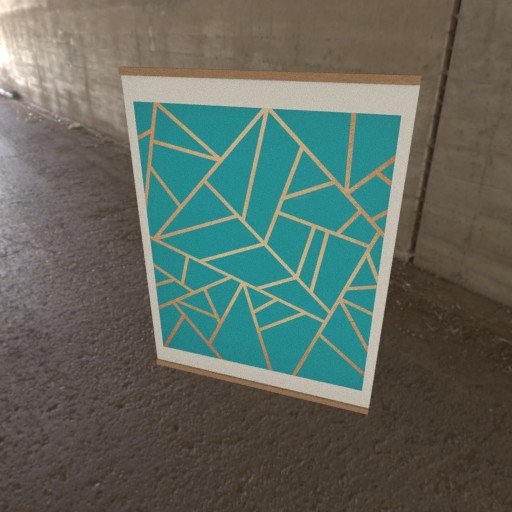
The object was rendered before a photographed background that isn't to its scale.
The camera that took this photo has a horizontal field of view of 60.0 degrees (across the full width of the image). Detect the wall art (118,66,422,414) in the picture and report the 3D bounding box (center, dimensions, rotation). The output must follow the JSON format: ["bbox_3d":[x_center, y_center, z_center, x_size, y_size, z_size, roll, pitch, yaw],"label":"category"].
[{"bbox_3d":[0.000,0.000,0.786,0.459,0.608,0.012,9,28,16],"label":"wall art"}]
